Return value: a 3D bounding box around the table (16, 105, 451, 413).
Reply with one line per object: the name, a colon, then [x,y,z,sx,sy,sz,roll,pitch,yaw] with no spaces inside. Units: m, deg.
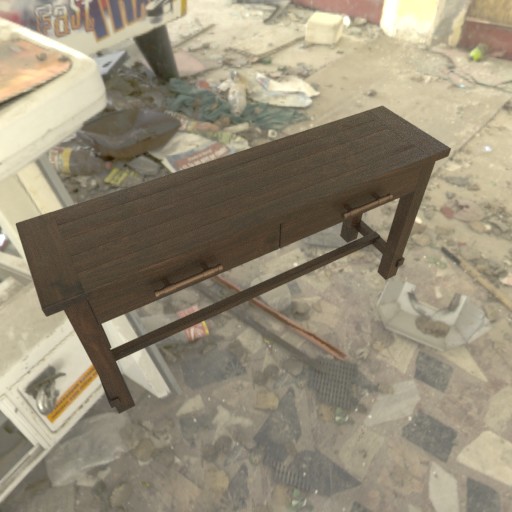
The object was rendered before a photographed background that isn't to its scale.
table: [0.000,0.000,1.895,1.599,0.762,0.442,-23,50,-20]
